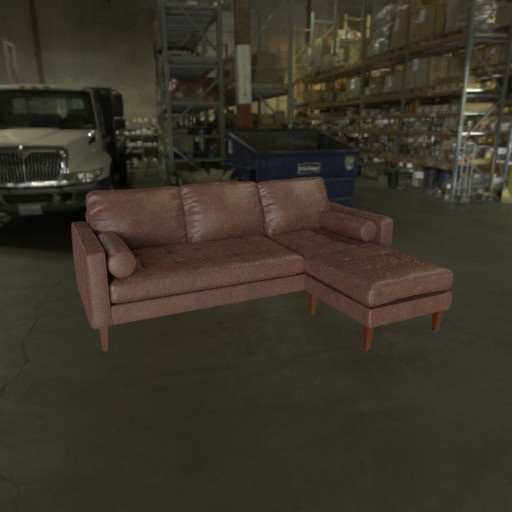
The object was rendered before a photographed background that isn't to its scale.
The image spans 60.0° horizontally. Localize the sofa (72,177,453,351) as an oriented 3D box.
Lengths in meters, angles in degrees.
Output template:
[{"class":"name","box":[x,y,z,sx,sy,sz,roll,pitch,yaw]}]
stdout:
[{"class":"sofa","box":[0.000,0.000,2.970,2.185,0.841,1.613,-8,18,-25]}]
